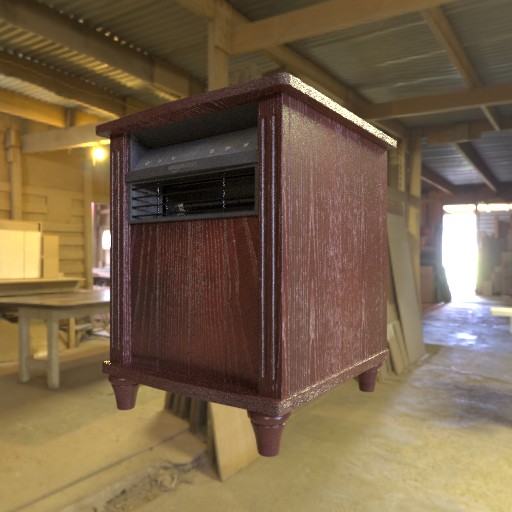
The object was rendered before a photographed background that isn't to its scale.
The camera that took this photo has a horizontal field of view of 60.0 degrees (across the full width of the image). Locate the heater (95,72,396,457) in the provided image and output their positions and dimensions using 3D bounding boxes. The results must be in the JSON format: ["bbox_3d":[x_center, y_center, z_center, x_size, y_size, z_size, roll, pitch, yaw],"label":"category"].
[{"bbox_3d":[0.000,0.000,0.754,0.362,0.481,0.400,0,0,36],"label":"heater"}]
